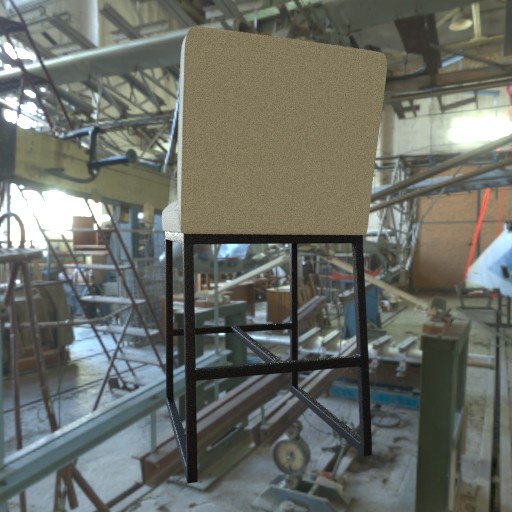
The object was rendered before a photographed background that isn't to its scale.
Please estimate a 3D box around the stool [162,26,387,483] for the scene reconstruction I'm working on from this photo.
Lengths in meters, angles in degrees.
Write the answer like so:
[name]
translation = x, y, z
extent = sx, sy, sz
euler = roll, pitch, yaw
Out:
[stool]
translation = 0.000, 0.000, 1.200
extent = 0.460, 0.940, 0.560
euler = 0, 1, -17
